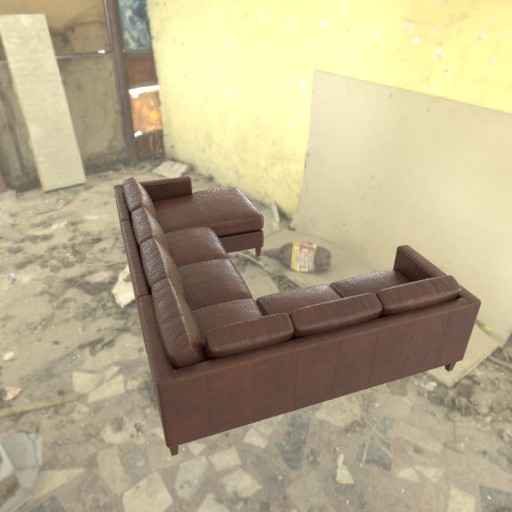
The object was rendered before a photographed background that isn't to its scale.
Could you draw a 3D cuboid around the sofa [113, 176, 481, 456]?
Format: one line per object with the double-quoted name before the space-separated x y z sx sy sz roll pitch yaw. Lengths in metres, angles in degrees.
"sofa" 0.000 0.000 4.475 2.452 0.891 3.324 -10 33 -17
